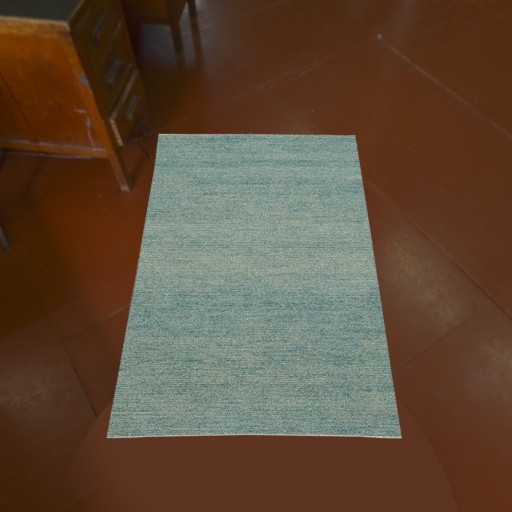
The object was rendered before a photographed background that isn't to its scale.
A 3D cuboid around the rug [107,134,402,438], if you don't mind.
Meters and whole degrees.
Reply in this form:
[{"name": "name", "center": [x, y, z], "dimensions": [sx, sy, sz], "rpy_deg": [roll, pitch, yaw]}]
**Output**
[{"name": "rug", "center": [0.000, 0.000, 2.982], "dimensions": [1.593, 0.029, 2.305], "rpy_deg": [0, 59, 0]}]
